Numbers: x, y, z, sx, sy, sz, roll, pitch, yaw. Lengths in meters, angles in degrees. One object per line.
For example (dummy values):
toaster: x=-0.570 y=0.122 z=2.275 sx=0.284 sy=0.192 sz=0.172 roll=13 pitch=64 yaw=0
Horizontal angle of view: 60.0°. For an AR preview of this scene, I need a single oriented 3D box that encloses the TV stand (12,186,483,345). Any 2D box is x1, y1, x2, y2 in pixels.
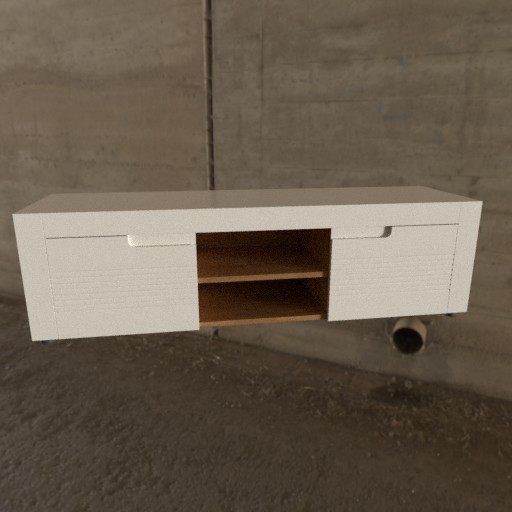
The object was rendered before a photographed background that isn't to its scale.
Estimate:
TV stand: x=0.000 y=0.000 z=1.657 sx=1.500 sy=0.440 sz=0.410 roll=-2 pitch=16 yaw=-8
